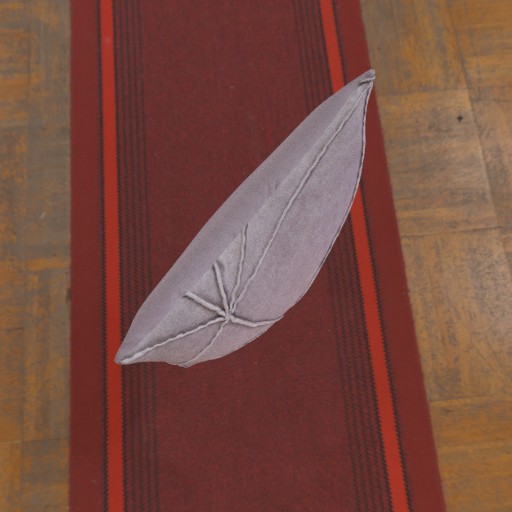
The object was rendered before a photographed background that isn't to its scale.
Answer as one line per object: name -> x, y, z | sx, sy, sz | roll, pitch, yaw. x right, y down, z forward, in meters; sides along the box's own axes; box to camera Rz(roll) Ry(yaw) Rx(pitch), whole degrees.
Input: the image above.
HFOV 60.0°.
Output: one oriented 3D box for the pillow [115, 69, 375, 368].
pillow -> 0.000, 0.000, 0.676 | 0.185, 0.440, 0.439 | 39, 79, 9
